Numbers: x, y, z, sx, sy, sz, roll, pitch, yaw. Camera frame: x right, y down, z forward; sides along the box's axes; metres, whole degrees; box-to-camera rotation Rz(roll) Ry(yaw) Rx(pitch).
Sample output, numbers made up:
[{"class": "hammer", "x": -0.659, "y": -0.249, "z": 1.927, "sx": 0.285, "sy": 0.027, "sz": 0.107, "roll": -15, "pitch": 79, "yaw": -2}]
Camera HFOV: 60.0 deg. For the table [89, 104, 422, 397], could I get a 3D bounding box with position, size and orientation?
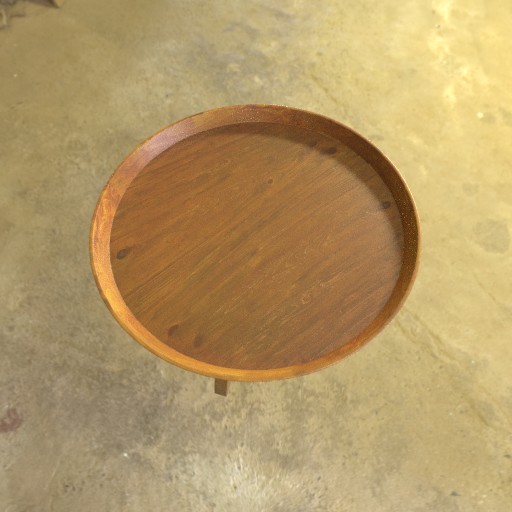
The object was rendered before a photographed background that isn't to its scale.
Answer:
[{"class": "table", "x": 0.000, "y": 0.000, "z": 1.548, "sx": 1.016, "sy": 0.470, "sz": 1.016, "roll": 0, "pitch": 58, "yaw": 0}]
